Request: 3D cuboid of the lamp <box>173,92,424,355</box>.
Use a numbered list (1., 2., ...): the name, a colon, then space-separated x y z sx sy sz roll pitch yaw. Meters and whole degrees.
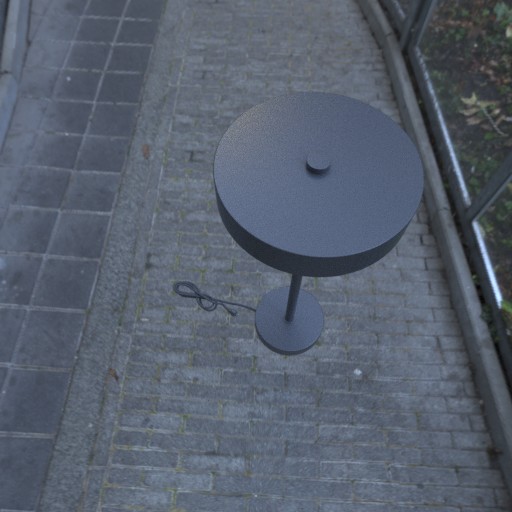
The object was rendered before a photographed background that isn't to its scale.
1. lamp: 0.000 0.000 0.708 0.369 0.508 0.229 15 63 8
